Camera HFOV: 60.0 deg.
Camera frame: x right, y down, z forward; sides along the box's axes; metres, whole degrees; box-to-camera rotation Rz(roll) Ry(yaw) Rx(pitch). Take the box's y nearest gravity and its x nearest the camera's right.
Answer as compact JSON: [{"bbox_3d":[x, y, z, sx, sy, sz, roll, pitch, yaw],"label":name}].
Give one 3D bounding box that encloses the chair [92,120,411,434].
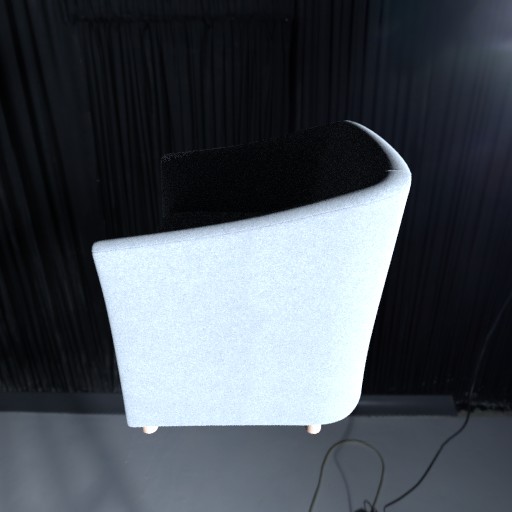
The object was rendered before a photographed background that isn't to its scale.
[{"bbox_3d":[0.000,0.000,1.354,0.700,0.720,0.790,0,27,0],"label":"chair"}]
